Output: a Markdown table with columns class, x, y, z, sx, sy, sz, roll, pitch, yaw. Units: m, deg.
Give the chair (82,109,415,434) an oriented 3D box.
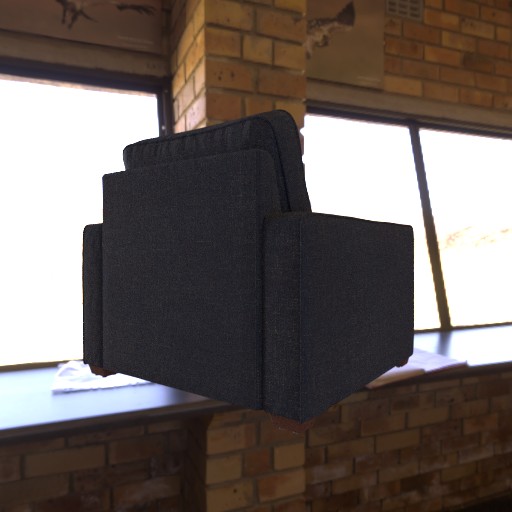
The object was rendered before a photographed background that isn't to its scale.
| class | x | y | z | sx | sy | sz | roll | pitch | yaw |
| --- | --- | --- | --- | --- | --- | --- | --- | --- | --- |
| chair | 0.000 | 0.000 | 1.782 | 1.017 | 0.919 | 0.940 | 1 | 1 | 36 |
